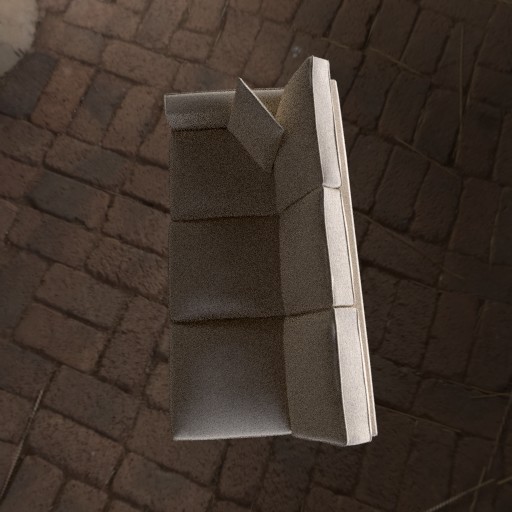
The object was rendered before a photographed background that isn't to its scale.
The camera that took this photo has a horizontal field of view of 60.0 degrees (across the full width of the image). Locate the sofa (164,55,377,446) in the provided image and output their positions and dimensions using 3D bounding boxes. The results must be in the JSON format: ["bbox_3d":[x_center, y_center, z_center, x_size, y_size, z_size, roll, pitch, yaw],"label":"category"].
[{"bbox_3d":[0.000,0.000,2.558,1.034,0.946,1.962,-3,76,-1],"label":"sofa"}]
